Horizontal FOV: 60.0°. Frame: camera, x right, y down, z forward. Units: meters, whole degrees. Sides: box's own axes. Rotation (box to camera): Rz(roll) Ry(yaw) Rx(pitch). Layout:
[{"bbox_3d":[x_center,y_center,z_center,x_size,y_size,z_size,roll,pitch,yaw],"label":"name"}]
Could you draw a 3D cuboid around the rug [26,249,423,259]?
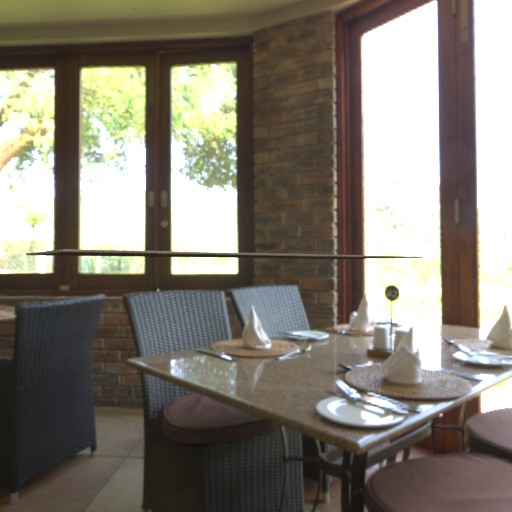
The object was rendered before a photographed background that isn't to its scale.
[{"bbox_3d":[0.000,0.000,2.737,2.435,0.011,0.750,1,-2,-37],"label":"rug"}]
